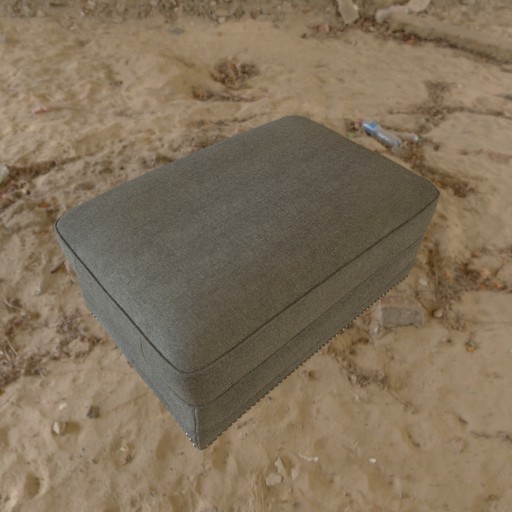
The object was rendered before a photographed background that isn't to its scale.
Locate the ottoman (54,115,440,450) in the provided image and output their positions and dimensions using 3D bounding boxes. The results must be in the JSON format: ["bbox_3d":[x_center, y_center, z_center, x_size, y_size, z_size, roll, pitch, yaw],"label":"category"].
[{"bbox_3d":[0.000,0.000,1.185,0.813,0.457,0.561,-33,55,-27],"label":"ottoman"}]
